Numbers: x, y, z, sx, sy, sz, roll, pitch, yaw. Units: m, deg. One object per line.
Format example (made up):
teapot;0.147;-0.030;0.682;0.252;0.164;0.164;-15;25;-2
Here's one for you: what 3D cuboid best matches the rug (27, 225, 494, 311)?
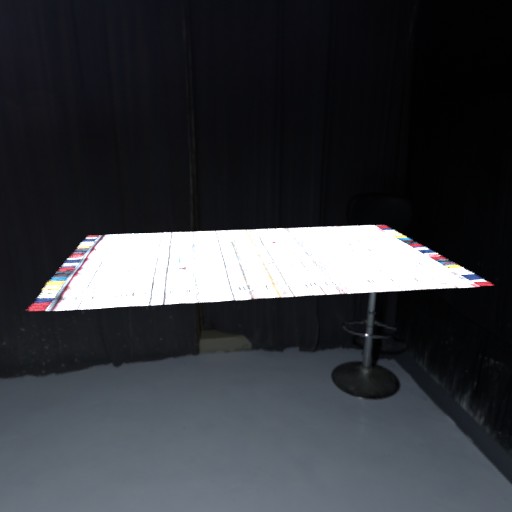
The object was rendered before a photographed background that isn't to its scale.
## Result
rug;0.000;0.000;2.945;2.465;0.012;1.465;-3;18;-8
